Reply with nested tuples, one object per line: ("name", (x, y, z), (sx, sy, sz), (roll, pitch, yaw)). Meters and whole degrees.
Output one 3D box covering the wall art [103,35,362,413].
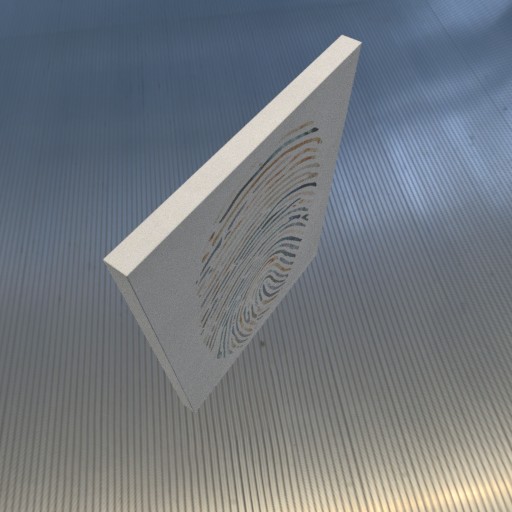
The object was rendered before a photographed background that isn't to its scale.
("wall art", (0.000, 0.000, 0.831), (0.037, 0.606, 0.508), (31, 63, 18))
